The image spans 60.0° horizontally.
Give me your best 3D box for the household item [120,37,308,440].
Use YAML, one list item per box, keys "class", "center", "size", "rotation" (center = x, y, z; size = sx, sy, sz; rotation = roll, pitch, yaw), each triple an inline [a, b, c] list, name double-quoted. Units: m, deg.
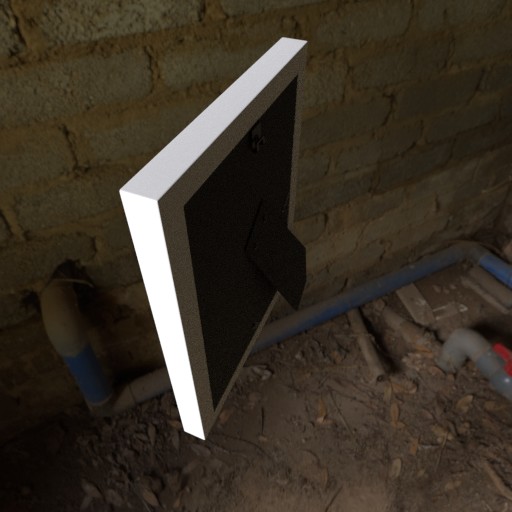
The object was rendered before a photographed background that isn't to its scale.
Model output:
- class: "household item"
  center: [0.000, 0.000, 0.341]
  size: [0.045, 0.250, 0.200]
  rotation: [17, 48, 16]
